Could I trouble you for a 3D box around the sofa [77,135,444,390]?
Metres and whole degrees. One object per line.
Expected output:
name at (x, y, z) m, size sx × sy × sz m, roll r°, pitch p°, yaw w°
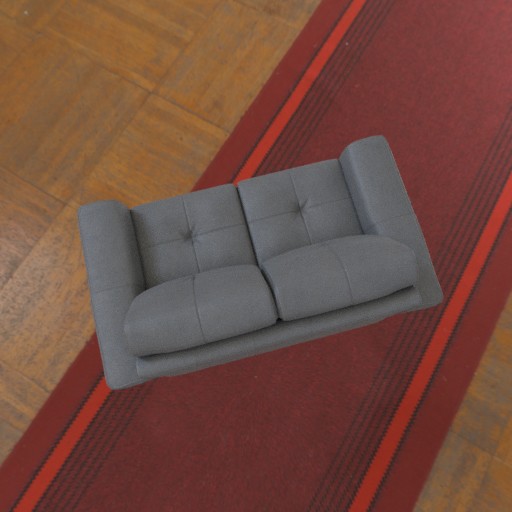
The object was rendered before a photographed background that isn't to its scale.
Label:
sofa at (0.000, 0.000, 2.428) m, size 1.806 × 0.907 × 1.018 m, roll -14°, pitch 75°, yaw -4°
